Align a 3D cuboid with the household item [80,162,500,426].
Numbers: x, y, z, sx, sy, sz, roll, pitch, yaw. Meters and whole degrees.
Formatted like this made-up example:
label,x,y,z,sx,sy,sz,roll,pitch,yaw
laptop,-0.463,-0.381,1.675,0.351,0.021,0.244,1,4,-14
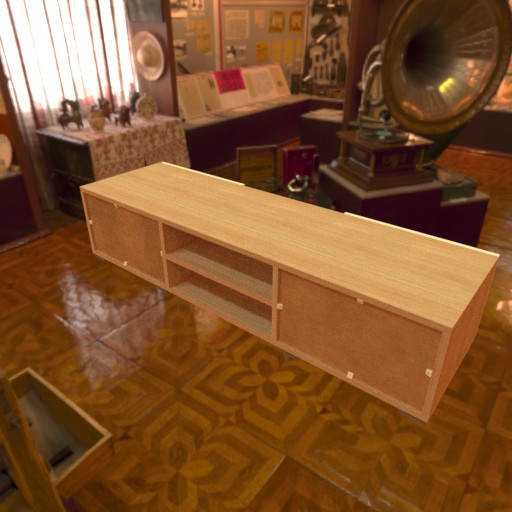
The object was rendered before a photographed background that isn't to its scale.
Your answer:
label,x,y,z,sx,sy,sz,roll,pitch,yaw
household item,0.000,0.000,1.541,1.400,0.310,0.420,21,35,33
